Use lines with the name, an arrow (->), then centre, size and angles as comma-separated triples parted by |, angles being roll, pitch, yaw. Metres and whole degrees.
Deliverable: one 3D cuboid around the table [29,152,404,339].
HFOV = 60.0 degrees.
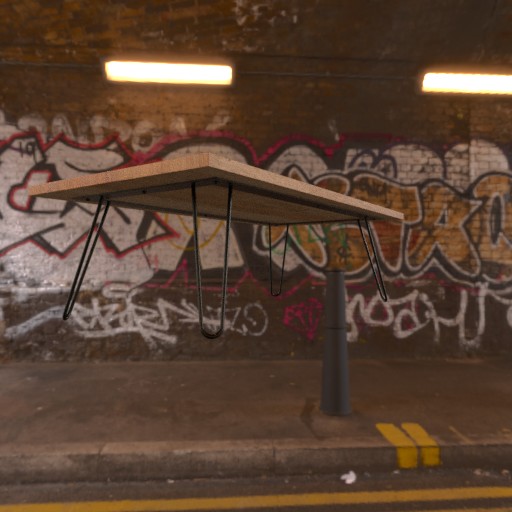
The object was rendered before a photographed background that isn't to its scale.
table -> 0.000, 0.000, 1.658 | 0.699, 0.400, 1.348 | -1, -1, 35
